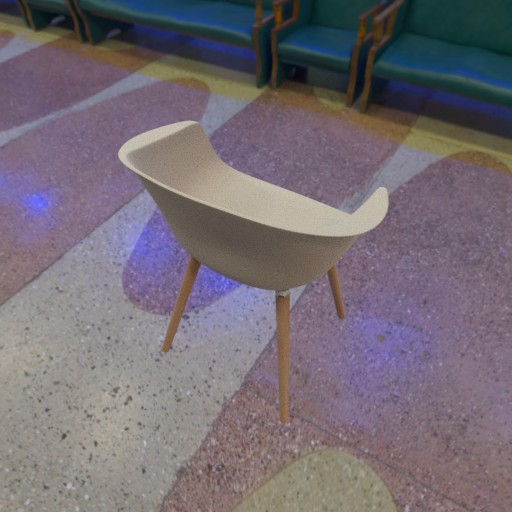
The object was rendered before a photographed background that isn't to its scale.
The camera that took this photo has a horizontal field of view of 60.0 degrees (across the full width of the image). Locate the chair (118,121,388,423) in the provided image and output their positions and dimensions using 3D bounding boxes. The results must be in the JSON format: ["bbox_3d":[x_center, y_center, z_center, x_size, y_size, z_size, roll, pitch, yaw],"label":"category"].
[{"bbox_3d":[0.000,0.000,1.181,0.593,0.781,0.504,25,52,21],"label":"chair"}]
